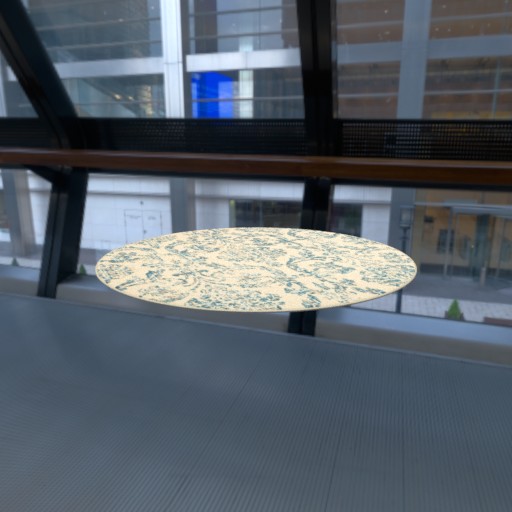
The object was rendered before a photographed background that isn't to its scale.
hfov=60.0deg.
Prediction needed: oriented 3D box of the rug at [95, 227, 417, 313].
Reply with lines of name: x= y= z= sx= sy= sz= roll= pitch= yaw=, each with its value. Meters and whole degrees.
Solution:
rug: x=0.000 y=0.000 z=2.324 sx=1.593 sy=0.012 sz=1.593 roll=0 pitch=14 yaw=0
